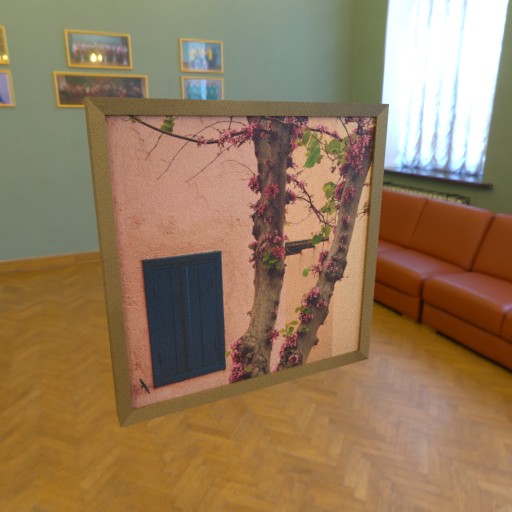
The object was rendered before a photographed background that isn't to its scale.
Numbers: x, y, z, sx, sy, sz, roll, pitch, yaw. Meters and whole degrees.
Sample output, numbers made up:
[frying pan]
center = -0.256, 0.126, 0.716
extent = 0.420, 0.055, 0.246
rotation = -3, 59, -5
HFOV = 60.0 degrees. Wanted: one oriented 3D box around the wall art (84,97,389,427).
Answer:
[wall art]
center = 0.000, 0.000, 0.771
extent = 0.507, 0.508, 0.038
rotation = -8, 18, -25
